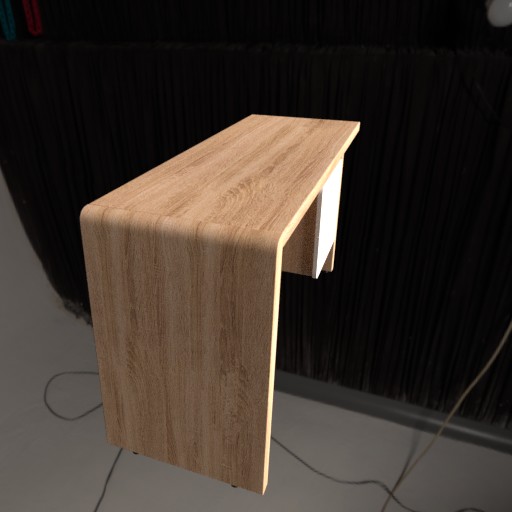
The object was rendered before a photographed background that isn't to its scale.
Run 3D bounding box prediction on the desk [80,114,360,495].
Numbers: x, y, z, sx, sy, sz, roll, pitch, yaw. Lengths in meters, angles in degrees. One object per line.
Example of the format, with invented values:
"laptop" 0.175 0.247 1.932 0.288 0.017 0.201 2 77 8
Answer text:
"desk" 0.000 0.000 1.640 0.500 0.750 1.300 10 30 17
